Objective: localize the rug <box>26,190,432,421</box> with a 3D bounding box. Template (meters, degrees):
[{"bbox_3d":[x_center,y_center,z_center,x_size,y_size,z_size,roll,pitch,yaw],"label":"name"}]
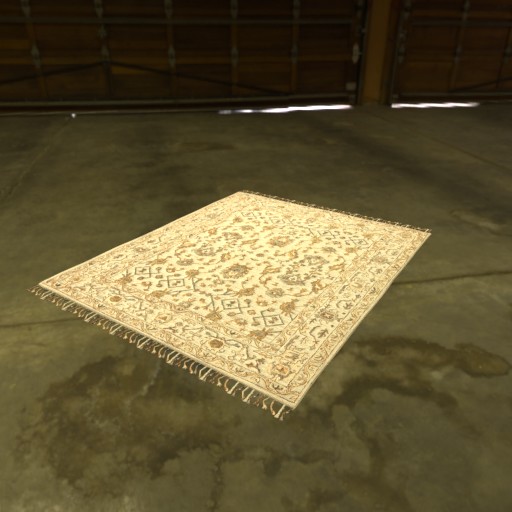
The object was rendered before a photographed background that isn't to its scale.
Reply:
[{"bbox_3d":[0.000,0.000,4.079,2.426,0.034,3.061,17,31,30],"label":"rug"}]
